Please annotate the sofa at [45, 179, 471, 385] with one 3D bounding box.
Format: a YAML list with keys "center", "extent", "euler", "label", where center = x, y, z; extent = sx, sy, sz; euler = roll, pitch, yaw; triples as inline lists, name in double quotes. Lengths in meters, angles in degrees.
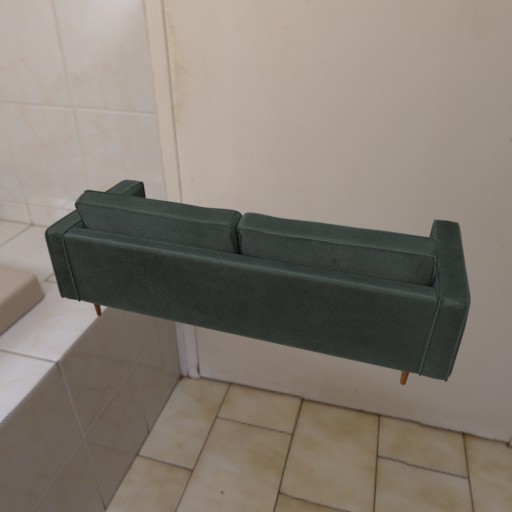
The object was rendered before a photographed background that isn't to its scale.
- center: [0.000, 0.000, 2.593]
  extent: [2.214, 0.781, 0.886]
  euler: [9, 32, 15]
  label: "sofa"
